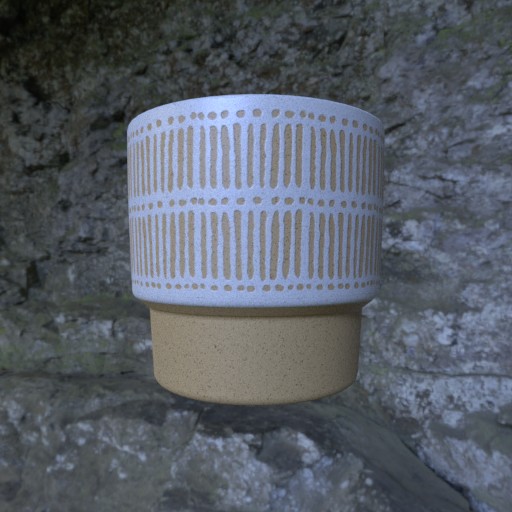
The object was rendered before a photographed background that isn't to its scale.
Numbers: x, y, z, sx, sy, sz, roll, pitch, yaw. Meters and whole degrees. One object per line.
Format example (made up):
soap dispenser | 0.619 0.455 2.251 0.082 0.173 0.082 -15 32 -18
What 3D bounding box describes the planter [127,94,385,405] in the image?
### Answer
planter | 0.000 0.000 0.568 0.317 0.303 0.317 0 0 0
